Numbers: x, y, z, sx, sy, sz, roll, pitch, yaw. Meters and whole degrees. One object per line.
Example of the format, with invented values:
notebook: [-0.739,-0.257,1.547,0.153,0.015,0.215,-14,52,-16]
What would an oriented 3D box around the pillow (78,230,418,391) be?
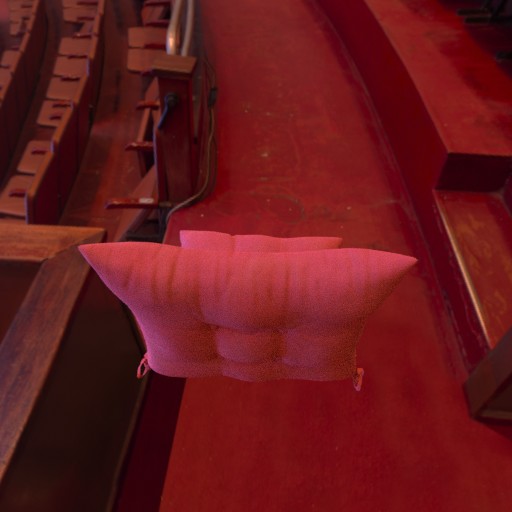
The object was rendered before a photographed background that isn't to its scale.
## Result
pillow: [0.000,0.000,1.012,0.541,0.536,0.585,2,47,2]
